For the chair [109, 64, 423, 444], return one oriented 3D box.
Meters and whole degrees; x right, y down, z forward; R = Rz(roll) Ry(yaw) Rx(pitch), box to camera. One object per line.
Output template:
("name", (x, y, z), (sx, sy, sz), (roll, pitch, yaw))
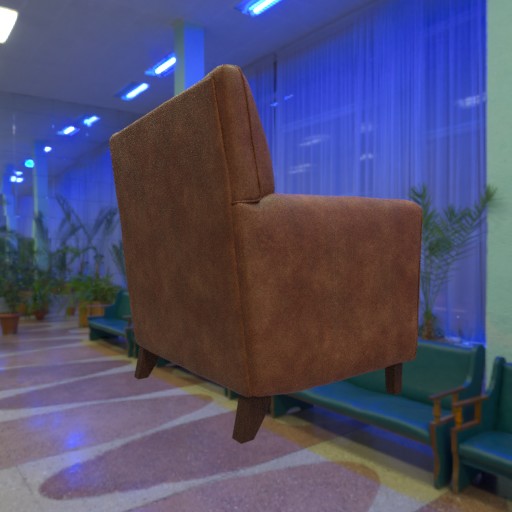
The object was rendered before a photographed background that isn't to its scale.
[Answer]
("chair", (0.000, 0.000, 1.608), (0.823, 0.943, 0.870), (-1, 1, -36))
